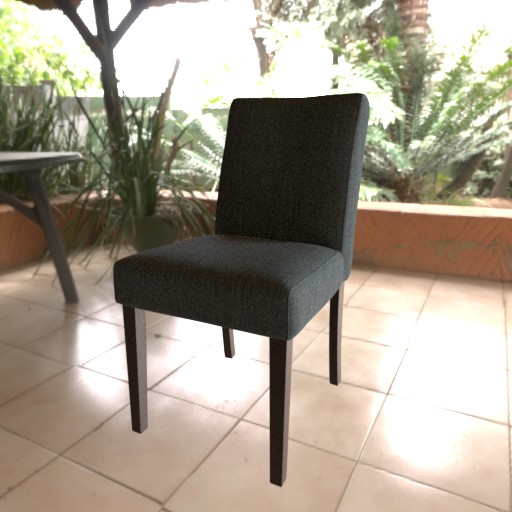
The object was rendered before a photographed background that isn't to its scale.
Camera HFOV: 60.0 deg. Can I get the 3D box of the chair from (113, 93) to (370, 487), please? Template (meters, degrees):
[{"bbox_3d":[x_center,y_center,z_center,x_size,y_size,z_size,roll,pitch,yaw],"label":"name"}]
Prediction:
[{"bbox_3d":[0.000,0.000,1.236,0.487,0.884,0.629,8,17,26],"label":"chair"}]
